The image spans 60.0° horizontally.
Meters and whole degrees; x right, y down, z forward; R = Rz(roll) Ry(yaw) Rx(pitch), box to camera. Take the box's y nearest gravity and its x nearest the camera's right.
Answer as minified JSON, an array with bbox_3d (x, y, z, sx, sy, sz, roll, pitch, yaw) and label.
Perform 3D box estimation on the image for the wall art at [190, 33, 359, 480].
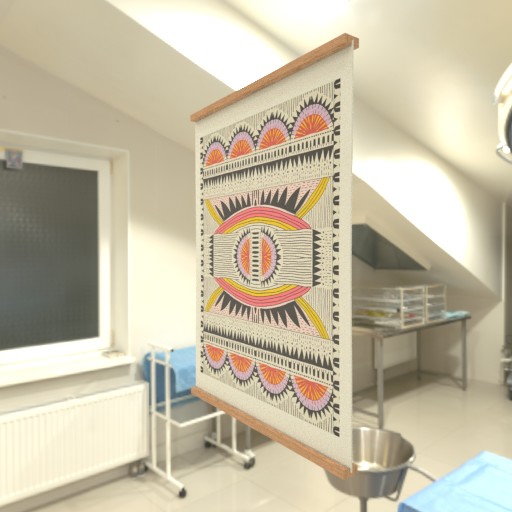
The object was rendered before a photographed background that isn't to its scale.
[{"bbox_3d":[0.000,0.000,0.796,0.028,0.609,0.456,-1,1,-36],"label":"wall art"}]
